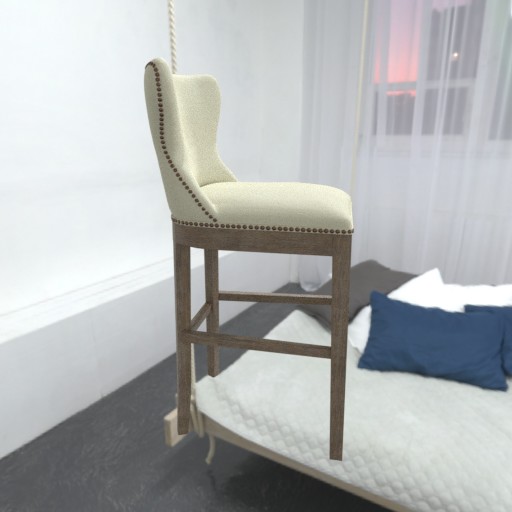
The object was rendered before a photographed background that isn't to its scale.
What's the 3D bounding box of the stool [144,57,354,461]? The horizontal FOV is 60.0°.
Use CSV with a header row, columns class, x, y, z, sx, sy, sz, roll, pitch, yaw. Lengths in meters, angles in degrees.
class,x,y,z,sx,sy,sz,roll,pitch,yaw
stool,0.000,0.000,1.415,0.606,1.123,0.494,3,17,11
